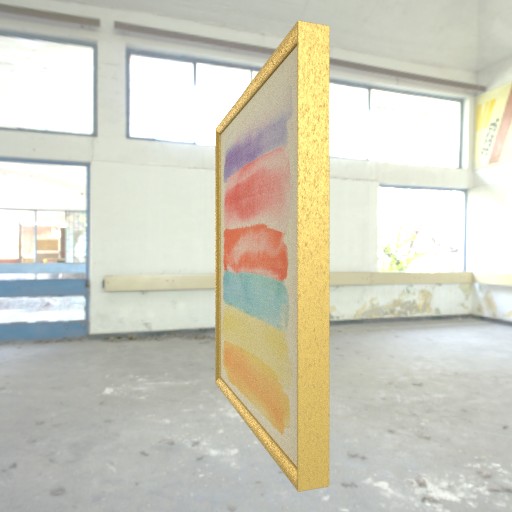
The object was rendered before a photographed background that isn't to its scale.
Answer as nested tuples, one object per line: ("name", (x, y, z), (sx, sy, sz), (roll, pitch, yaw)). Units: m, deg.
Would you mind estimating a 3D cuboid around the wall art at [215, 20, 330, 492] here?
("wall art", (0.000, 0.000, 0.866), (0.048, 0.642, 0.537), (0, 0, -17))
